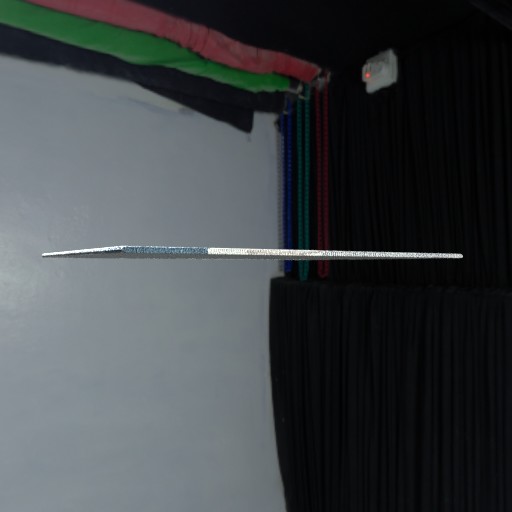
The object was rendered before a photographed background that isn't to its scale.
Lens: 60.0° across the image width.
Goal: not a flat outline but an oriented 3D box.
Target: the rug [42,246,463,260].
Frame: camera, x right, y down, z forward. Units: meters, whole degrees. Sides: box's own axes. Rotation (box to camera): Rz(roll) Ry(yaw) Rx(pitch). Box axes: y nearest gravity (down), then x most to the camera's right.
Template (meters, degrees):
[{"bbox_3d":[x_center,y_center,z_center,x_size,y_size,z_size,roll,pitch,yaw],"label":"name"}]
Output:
[{"bbox_3d":[0.000,0.000,2.330,1.847,0.020,1.238,1,-1,-36],"label":"rug"}]
